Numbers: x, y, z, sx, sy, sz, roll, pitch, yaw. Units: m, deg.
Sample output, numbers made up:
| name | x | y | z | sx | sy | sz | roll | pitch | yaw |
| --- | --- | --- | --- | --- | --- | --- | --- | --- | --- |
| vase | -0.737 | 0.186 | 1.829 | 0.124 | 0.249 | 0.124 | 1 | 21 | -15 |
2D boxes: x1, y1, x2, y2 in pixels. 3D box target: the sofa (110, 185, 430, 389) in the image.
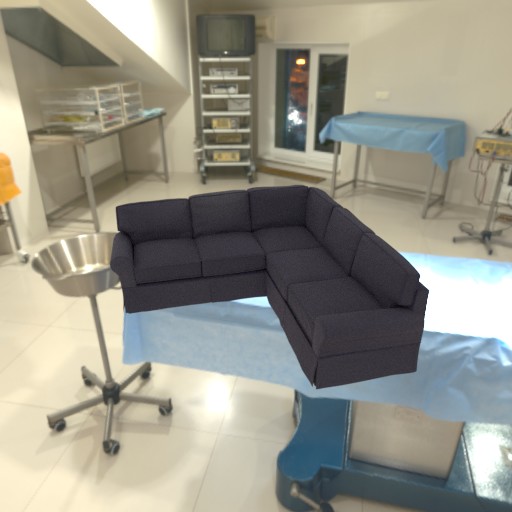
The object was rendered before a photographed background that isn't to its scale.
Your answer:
| name | x | y | z | sx | sy | sz | roll | pitch | yaw |
| --- | --- | --- | --- | --- | --- | --- | --- | --- | --- |
| sofa | 0.000 | 0.000 | 5.264 | 3.773 | 1.169 | 2.874 | 8 | 27 | 16 |
